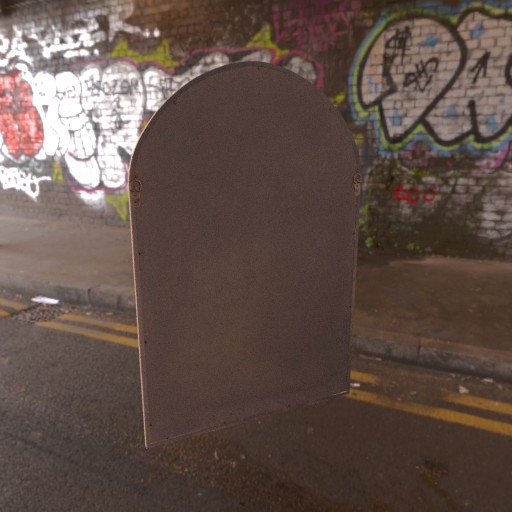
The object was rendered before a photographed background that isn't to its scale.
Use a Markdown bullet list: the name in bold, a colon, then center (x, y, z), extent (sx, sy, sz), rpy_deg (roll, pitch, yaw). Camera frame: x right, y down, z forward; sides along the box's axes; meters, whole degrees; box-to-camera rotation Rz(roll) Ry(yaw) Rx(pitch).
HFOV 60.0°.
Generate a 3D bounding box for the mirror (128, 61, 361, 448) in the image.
- **mirror**: center (0.000, 0.000, 1.126), extent (0.609, 0.915, 0.032), rpy_deg (-6, 15, -24)
